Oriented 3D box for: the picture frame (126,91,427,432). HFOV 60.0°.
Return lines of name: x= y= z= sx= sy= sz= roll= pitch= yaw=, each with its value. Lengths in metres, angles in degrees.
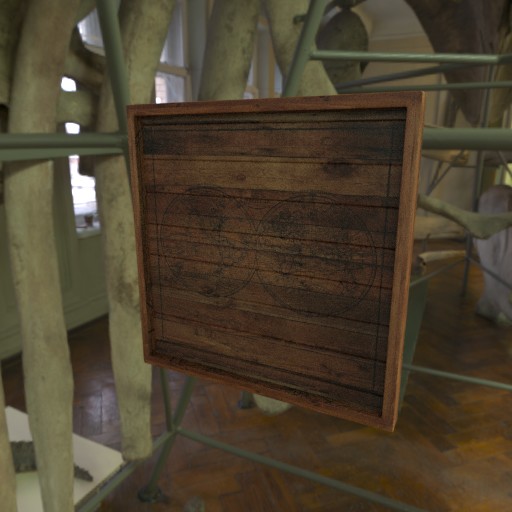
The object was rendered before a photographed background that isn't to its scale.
picture frame: x=0.000 y=0.000 z=0.533 sx=0.352 sy=0.356 sz=0.028 roll=7 pitch=16 yaw=26
